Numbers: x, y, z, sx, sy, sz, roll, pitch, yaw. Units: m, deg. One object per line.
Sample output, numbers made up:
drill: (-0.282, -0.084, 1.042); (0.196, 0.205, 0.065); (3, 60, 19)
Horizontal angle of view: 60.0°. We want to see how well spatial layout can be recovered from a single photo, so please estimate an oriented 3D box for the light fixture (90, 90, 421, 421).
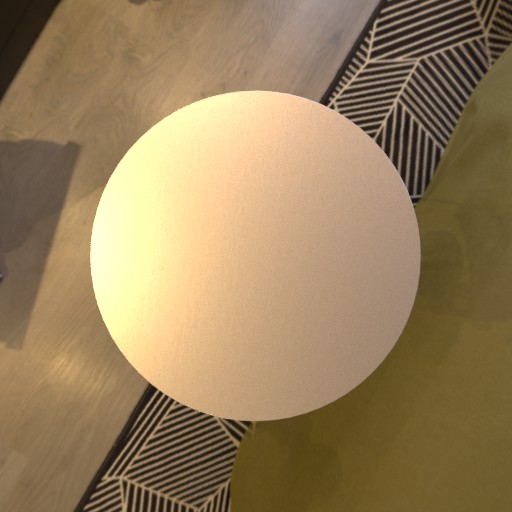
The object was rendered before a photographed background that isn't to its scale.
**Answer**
light fixture: (0.000, 0.000, 0.540); (0.368, 0.100, 0.368); (0, 90, -2)
